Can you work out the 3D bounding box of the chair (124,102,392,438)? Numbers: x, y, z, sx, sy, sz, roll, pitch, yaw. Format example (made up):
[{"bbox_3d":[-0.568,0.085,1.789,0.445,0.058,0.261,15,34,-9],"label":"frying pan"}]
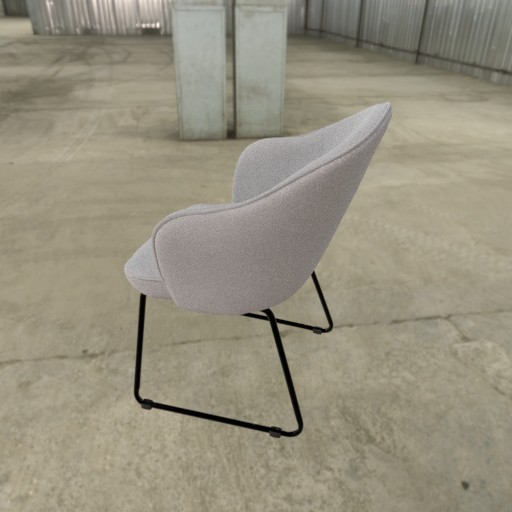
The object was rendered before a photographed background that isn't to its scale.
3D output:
[{"bbox_3d":[0.000,0.000,1.190,0.592,0.817,0.570,9,31,15],"label":"chair"}]
